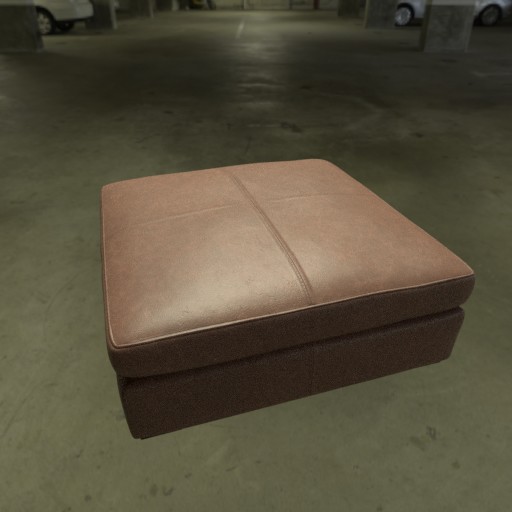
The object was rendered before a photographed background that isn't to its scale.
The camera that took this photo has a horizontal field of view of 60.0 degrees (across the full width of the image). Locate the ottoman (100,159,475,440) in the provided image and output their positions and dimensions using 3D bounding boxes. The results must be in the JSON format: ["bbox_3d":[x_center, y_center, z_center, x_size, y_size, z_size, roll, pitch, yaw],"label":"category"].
[{"bbox_3d":[0.000,0.000,1.797,1.168,0.490,1.168,-9,33,-15],"label":"ottoman"}]
